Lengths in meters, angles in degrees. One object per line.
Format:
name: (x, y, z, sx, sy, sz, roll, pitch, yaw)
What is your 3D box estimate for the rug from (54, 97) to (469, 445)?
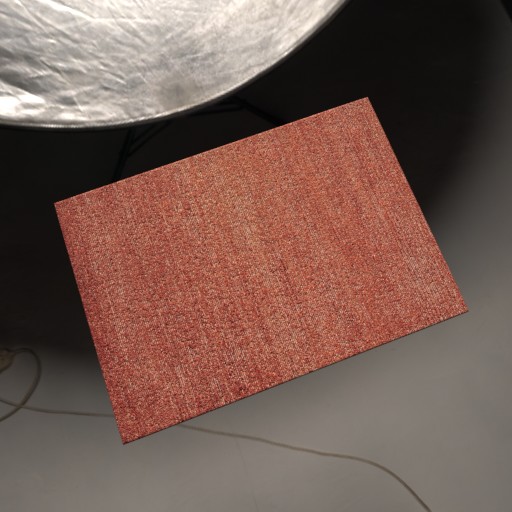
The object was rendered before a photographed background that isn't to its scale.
rug: (0.000, 0.000, 5.013, 3.965, 0.025, 2.803, -20, 78, -4)
